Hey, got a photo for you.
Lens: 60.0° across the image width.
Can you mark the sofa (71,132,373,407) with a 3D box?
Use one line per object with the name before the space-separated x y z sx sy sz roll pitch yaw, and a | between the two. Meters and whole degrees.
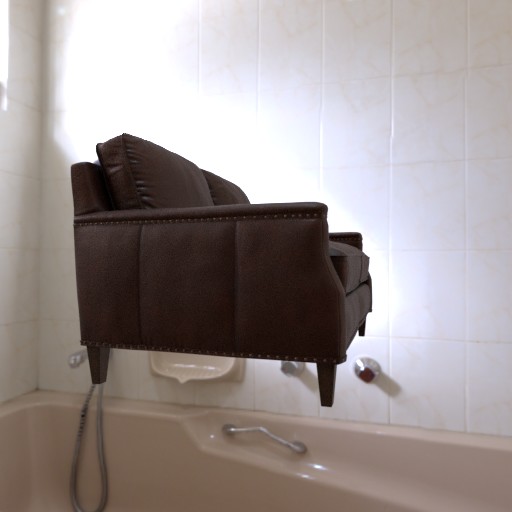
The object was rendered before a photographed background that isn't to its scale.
sofa | 0.000 0.000 2.286 1.083 1.003 1.628 0 -1 18
